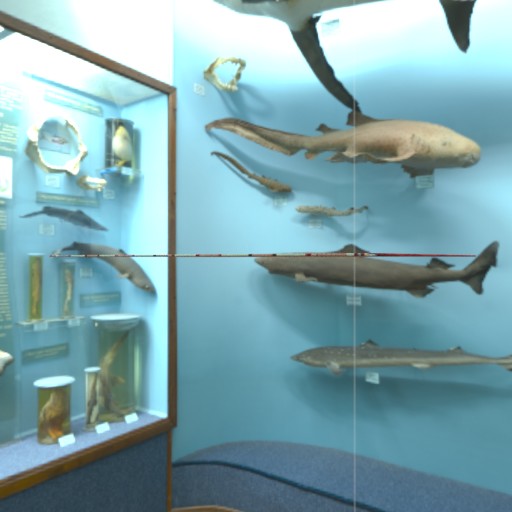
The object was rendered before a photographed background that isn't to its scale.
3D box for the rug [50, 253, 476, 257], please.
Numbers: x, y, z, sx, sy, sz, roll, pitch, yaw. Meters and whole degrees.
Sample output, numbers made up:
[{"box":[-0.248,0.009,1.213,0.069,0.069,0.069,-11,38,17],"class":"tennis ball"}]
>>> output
[{"box":[0.000,0.000,2.268,1.817,0.008,1.223,0,0,38],"class":"rug"}]
